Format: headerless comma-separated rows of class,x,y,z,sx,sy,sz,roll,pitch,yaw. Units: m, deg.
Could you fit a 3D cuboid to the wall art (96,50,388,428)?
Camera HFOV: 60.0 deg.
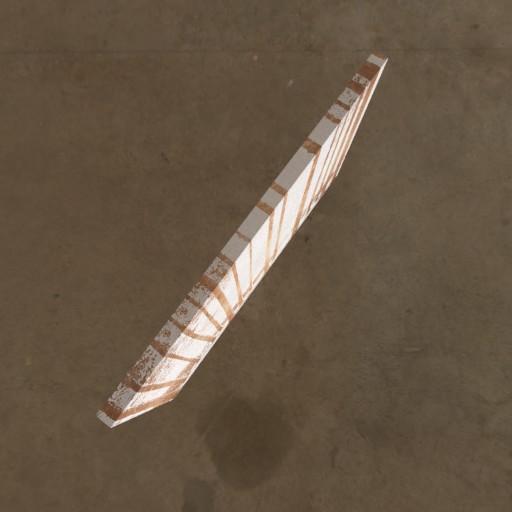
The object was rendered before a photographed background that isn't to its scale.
wall art,0.000,0.000,1.156,0.035,0.609,0.914,35,79,8
